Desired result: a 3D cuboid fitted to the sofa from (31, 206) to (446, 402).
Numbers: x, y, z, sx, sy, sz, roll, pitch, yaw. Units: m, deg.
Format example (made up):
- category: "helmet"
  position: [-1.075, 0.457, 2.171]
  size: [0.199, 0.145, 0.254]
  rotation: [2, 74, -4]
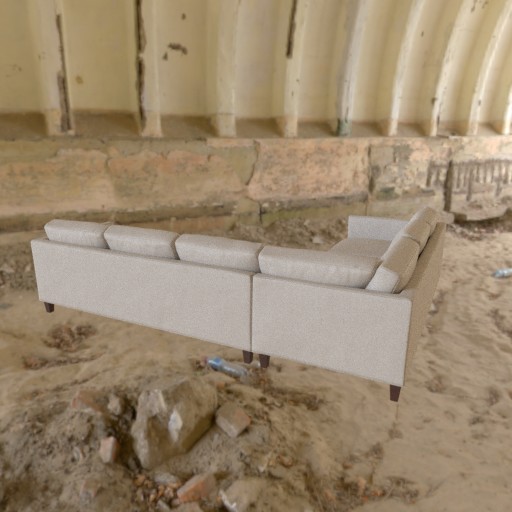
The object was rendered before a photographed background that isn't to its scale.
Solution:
- category: "sofa"
  position: [0.000, 0.000, 4.262]
  size: [3.182, 0.863, 2.432]
  rotation: [8, 18, 25]
